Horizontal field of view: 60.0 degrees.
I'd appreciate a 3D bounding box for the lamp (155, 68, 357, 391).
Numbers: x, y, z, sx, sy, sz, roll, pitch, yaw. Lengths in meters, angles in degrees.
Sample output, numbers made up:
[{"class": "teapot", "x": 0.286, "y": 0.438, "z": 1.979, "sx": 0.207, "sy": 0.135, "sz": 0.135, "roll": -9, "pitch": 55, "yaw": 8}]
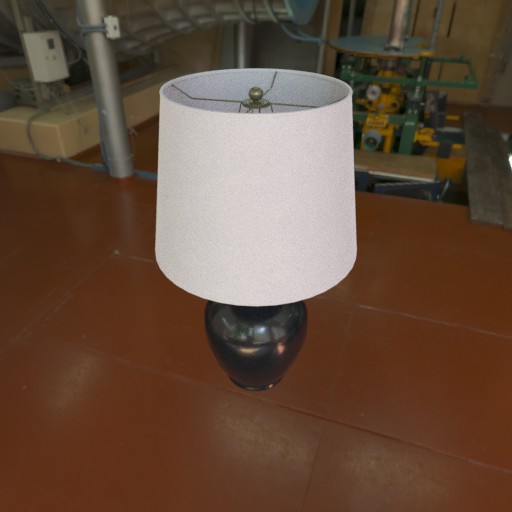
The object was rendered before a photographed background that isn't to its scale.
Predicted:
[{"class": "lamp", "x": 0.000, "y": 0.000, "z": 0.547, "sx": 0.239, "sy": 0.399, "sz": 0.239, "roll": 0, "pitch": 33, "yaw": 0}]
